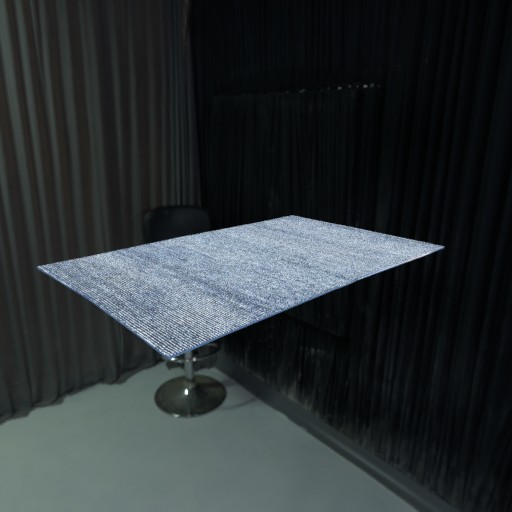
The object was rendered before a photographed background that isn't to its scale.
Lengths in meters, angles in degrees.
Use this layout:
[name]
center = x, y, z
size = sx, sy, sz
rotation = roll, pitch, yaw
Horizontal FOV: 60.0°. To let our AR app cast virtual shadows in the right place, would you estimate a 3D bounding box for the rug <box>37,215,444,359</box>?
[rug]
center = 0.000, 0.000, 2.293
size = 1.793, 0.025, 1.159
rotation = -15, 22, -40
